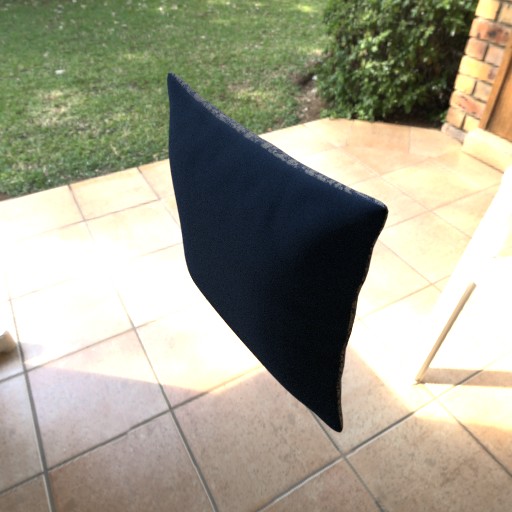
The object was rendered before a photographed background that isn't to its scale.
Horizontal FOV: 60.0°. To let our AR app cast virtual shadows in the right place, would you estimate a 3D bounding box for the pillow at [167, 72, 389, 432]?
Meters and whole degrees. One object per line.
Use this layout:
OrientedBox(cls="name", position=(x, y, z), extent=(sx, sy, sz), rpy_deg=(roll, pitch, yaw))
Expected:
OrientedBox(cls="pillow", position=(0.000, 0.000, 0.806), extent=(0.166, 0.510, 0.523), rpy_deg=(-25, 47, -26))
